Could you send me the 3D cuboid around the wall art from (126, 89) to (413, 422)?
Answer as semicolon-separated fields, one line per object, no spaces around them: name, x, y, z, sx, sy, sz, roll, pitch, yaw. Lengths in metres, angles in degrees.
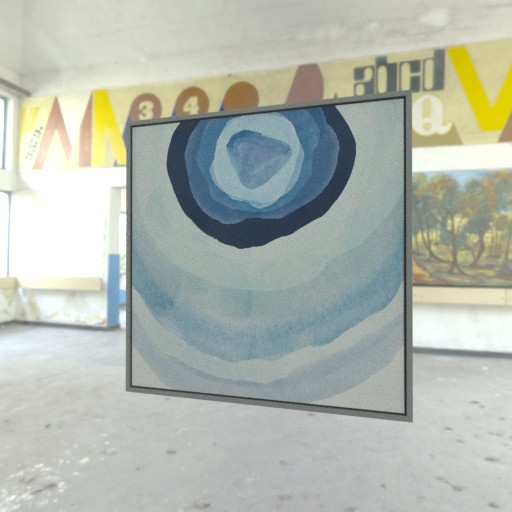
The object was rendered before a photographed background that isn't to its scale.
wall art;0.000;0.000;1.216;0.809;0.807;0.038;0;0;18
